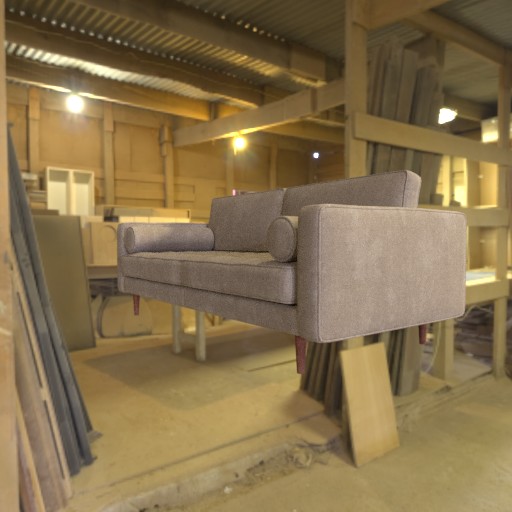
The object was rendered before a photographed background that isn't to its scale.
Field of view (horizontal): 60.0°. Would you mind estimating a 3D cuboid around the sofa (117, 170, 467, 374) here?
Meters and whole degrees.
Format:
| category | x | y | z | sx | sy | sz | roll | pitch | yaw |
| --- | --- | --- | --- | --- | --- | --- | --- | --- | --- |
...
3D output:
| category | x | y | z | sx | sy | sz | roll | pitch | yaw |
| --- | --- | --- | --- | --- | --- | --- | --- | --- | --- |
| sofa | 0.000 | 0.000 | 2.379 | 0.920 | 0.769 | 1.883 | -1 | 2 | -37 |
